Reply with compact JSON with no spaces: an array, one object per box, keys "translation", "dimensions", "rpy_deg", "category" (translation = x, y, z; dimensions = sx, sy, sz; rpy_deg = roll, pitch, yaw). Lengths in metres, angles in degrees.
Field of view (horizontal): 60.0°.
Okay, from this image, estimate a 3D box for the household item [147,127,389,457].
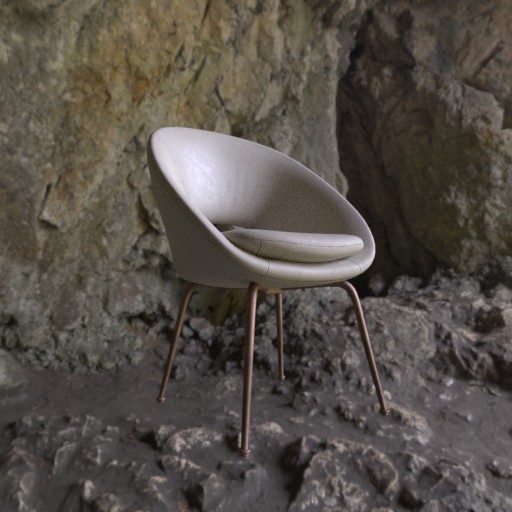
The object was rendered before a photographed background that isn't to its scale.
[{"translation":[0.000,0.000,1.282],"dimensions":[0.623,0.852,0.573],"rpy_deg":[1,-2,-35],"category":"household item"}]
